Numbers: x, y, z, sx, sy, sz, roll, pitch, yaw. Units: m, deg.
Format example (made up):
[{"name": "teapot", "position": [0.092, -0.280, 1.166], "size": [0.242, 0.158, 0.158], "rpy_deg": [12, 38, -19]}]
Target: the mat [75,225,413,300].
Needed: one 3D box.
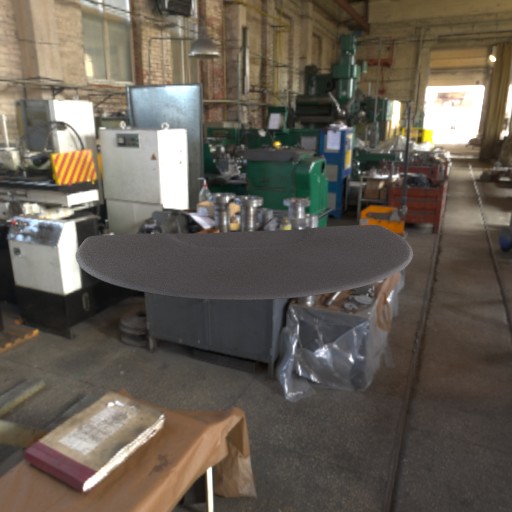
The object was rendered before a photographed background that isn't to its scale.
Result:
[{"name": "mat", "position": [0.000, 0.000, 1.850], "size": [1.525, 0.022, 0.917], "rpy_deg": [-3, 17, -9]}]
